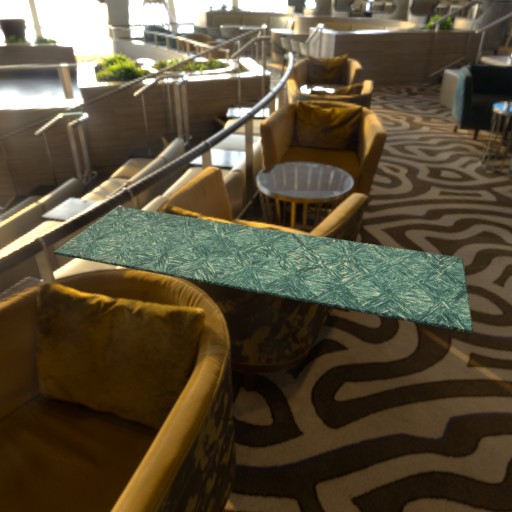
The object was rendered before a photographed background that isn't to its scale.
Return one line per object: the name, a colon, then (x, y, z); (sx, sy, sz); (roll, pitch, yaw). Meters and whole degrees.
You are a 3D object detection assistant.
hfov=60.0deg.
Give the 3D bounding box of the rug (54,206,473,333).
rug: (0.000, 0.000, 2.581); (2.286, 0.016, 0.676); (10, 32, 15)
